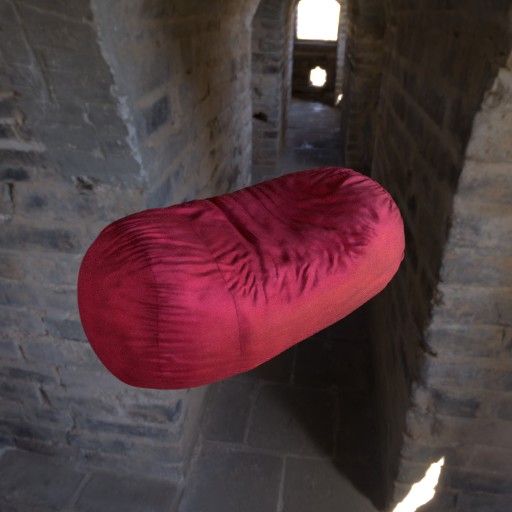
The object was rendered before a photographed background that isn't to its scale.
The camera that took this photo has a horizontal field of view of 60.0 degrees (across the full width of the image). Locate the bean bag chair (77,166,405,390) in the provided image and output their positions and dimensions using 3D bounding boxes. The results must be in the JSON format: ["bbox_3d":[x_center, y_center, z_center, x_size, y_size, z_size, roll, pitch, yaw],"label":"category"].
[{"bbox_3d":[0.000,0.000,2.939,2.293,0.867,1.216,-20,35,-32],"label":"bean bag chair"}]
